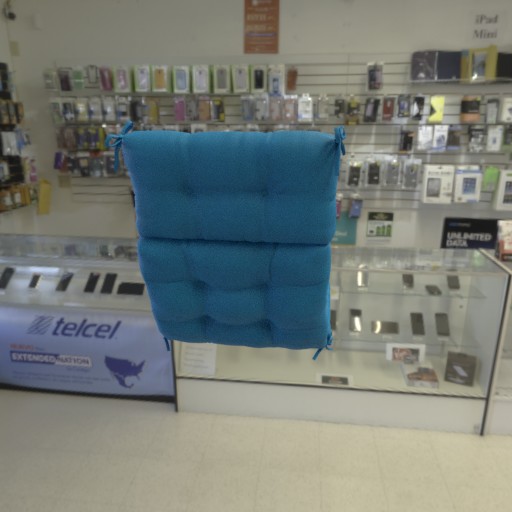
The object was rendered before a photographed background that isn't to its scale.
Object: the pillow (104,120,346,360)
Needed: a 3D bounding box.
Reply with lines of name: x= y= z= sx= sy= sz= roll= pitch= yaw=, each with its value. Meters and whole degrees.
pillow: x=0.000 y=0.000 z=1.489 sx=0.526 sy=0.863 sz=1.016 roll=3 pitch=17 yaw=9
